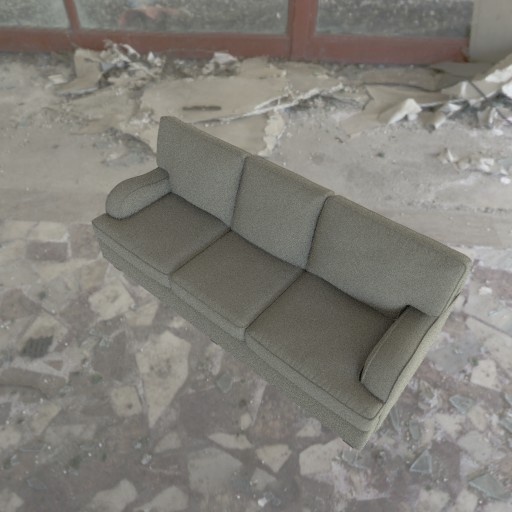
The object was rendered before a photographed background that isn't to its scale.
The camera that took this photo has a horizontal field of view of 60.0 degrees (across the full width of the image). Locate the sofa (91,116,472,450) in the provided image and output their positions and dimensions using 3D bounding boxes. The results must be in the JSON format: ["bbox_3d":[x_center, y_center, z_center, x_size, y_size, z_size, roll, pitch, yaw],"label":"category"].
[{"bbox_3d":[0.000,0.000,2.893,2.323,0.997,1.016,31,53,27],"label":"sofa"}]
